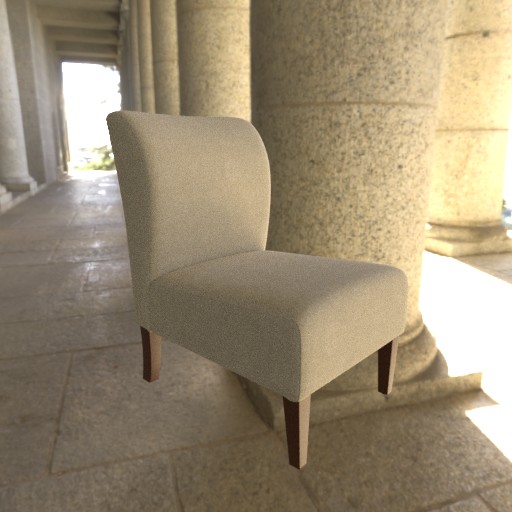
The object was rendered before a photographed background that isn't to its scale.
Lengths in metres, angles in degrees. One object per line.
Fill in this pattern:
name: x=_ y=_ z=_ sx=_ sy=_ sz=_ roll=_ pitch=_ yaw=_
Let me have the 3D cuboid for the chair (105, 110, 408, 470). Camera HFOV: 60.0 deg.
chair: x=0.000 y=0.000 z=1.318 sx=0.754 sy=0.833 sz=0.521 roll=13 pitch=19 yaw=42
